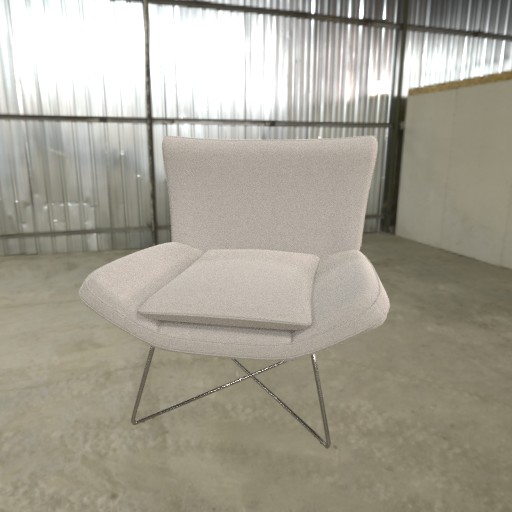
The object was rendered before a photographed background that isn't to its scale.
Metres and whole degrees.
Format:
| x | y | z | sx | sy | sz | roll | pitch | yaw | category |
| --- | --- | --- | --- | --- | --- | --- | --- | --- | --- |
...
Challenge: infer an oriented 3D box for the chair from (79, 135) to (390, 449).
| x | y | z | sx | sy | sz | roll | pitch | yaw | category |
| --- | --- | --- | --- | --- | --- | --- | --- | --- | --- |
| 0.000 | 0.000 | 1.624 | 0.859 | 0.855 | 1.008 | 3 | 15 | 10 | chair |
